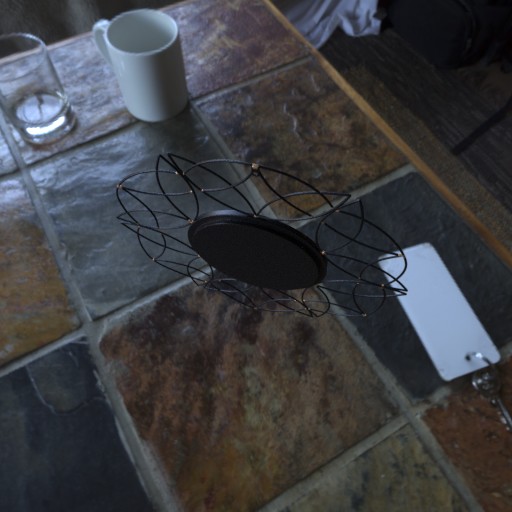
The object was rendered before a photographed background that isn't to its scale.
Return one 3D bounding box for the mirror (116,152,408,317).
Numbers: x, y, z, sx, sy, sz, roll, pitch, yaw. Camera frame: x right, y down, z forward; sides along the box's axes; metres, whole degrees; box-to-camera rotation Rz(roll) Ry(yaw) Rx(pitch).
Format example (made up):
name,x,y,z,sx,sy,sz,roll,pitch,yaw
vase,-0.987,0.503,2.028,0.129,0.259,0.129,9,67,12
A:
name,x,y,z,sx,sy,sz,roll,pitch,yaw
mirror,0.000,0.000,1.170,0.797,0.775,0.028,14,64,7
